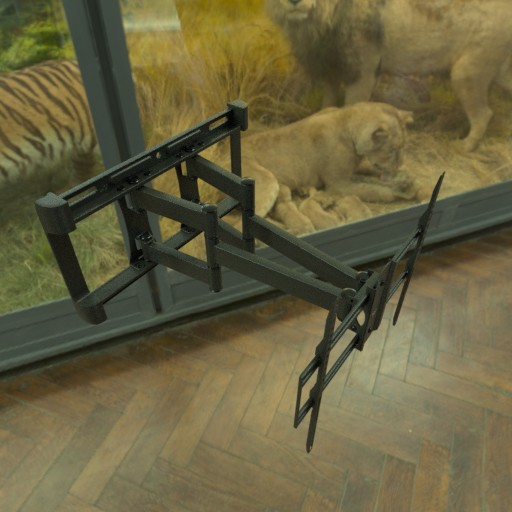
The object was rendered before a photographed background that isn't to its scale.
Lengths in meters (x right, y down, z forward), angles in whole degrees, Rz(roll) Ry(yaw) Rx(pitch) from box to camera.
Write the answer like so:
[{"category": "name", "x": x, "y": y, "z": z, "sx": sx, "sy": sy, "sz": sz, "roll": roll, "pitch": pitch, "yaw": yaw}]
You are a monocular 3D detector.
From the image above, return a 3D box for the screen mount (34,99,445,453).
[{"category": "screen mount", "x": 0.000, "y": 0.000, "z": 0.939, "sx": 0.556, "sy": 0.424, "sz": 0.571, "roll": 27, "pitch": 48, "yaw": 27}]
